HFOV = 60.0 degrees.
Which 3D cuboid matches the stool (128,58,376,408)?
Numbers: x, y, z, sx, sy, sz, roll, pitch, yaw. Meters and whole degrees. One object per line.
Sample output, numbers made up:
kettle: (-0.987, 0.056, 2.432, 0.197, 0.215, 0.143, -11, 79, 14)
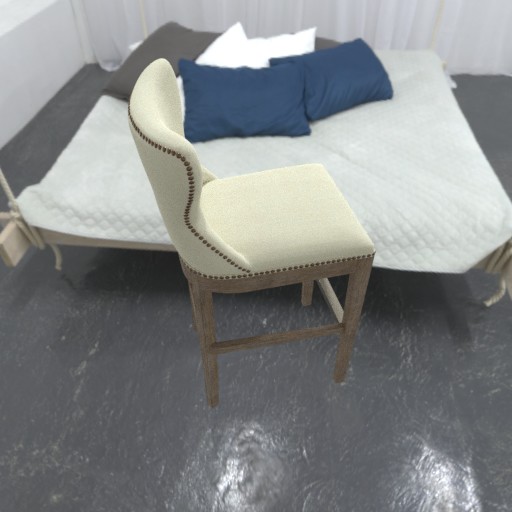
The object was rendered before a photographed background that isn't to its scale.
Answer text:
stool: (0.000, 0.000, 1.430, 0.606, 1.123, 0.494, -10, 45, -10)
